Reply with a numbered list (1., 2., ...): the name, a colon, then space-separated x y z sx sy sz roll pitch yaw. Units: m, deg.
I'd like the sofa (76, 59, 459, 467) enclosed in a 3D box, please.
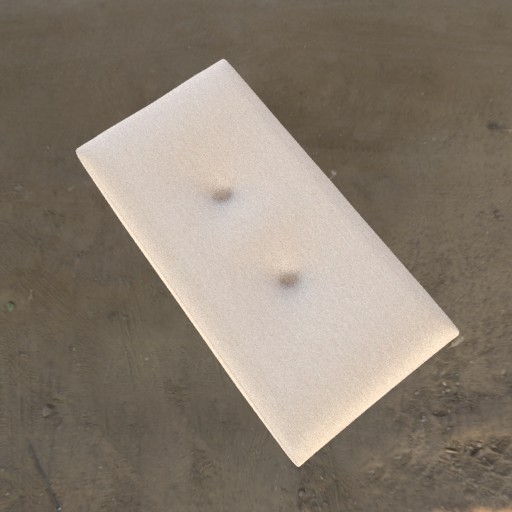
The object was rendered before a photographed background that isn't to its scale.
1. sofa: 0.000 0.000 1.209 0.480 0.470 0.930 -36 77 -9
